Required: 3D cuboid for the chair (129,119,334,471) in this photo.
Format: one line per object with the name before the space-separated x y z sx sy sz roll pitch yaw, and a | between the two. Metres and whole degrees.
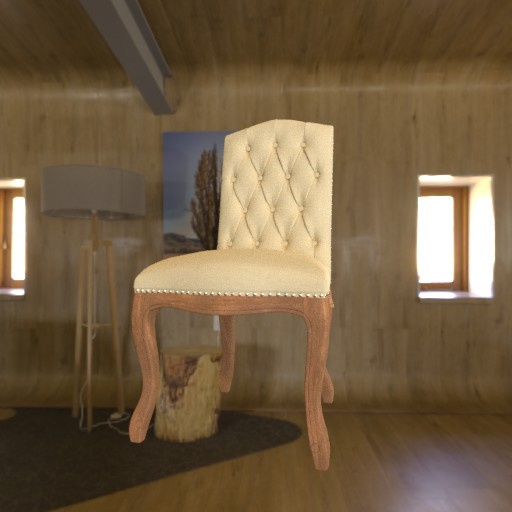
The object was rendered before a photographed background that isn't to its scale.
chair | 0.000 0.000 1.604 0.623 1.165 0.715 0 0 18
